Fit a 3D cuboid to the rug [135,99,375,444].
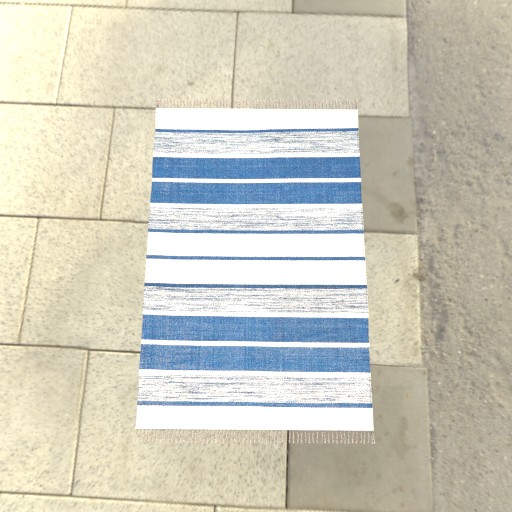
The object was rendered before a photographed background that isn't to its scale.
[{"bbox_3d":[0.000,0.000,3.094,1.532,0.010,2.441,0,77,0],"label":"rug"}]
